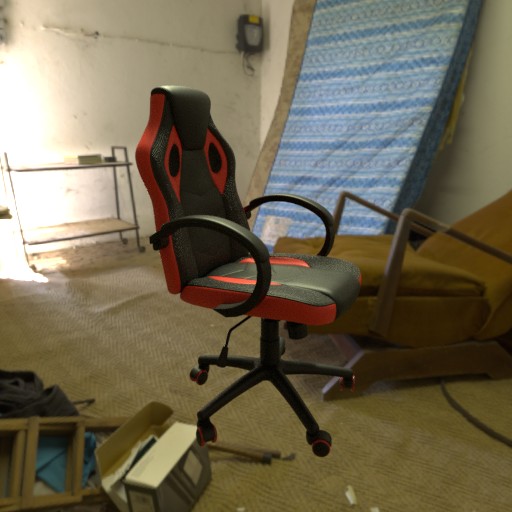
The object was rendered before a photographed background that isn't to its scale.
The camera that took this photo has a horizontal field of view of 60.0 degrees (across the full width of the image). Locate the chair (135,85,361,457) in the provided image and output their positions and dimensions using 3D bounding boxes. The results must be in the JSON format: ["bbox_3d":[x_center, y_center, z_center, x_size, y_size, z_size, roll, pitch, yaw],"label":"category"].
[{"bbox_3d":[0.000,0.000,1.381,0.642,1.016,0.600,8,18,27],"label":"chair"}]
